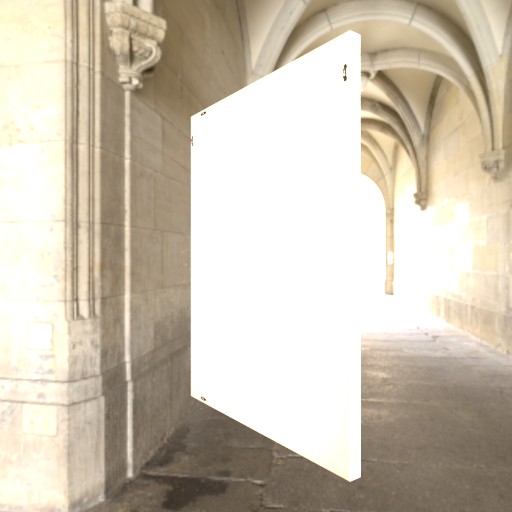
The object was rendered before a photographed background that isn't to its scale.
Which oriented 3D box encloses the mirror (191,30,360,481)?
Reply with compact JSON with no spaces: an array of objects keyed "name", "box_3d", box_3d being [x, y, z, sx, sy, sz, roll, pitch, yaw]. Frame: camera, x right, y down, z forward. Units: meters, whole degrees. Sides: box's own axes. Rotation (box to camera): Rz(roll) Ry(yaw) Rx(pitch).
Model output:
[{"name":"mirror","box_3d":[0.000,0.000,1.315,0.040,1.016,0.762,0,0,-36]}]
